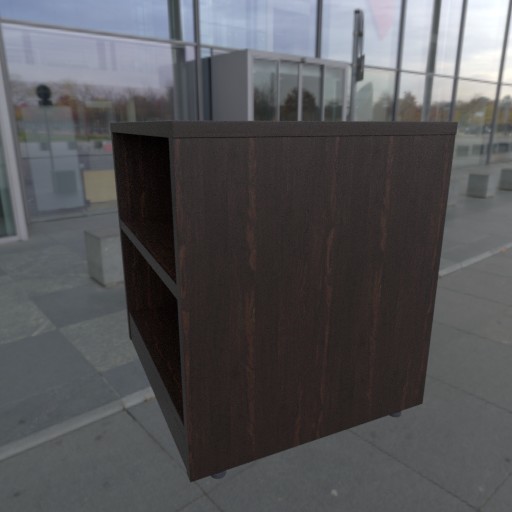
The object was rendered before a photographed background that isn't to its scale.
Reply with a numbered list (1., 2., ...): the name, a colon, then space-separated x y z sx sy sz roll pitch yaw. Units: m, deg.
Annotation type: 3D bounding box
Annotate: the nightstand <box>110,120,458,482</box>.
1. nightstand: 0.000 0.000 0.843 0.427 0.487 0.489 -8 18 -24
